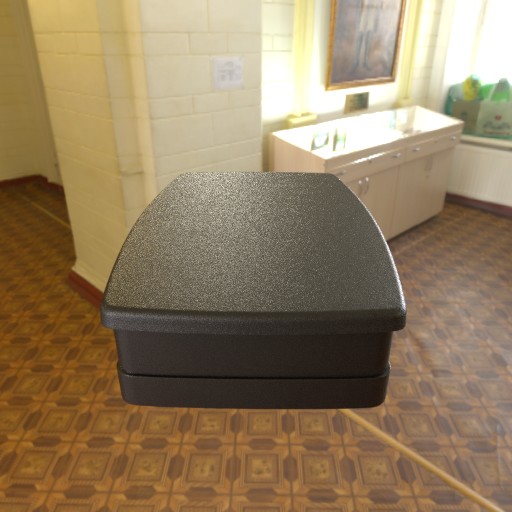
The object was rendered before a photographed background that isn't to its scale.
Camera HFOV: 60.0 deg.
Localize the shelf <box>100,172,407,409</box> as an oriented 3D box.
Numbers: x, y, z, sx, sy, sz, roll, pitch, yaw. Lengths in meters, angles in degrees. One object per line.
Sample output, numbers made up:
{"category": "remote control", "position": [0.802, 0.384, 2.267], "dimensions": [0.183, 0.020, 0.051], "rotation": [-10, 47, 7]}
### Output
{"category": "shelf", "position": [0.000, 0.000, 0.537], "dimensions": [0.280, 0.100, 0.410], "rotation": [0, 26, 1]}
